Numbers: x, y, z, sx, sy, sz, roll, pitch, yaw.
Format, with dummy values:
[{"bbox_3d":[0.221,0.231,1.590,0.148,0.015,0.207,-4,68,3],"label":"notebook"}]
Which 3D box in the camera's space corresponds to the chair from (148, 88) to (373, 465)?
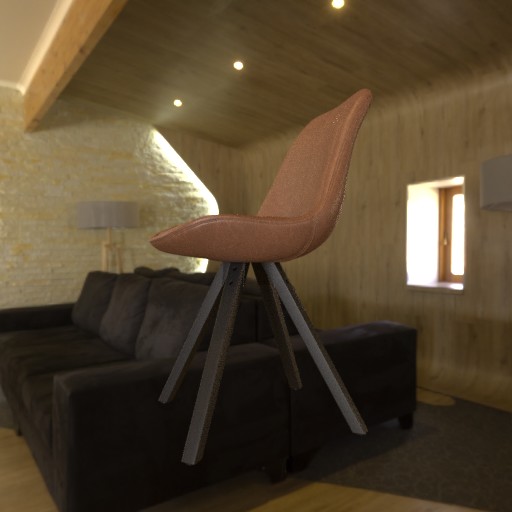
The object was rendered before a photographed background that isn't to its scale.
[{"bbox_3d":[0.000,0.000,1.167,0.550,0.850,0.475,0,1,-19],"label":"chair"}]
